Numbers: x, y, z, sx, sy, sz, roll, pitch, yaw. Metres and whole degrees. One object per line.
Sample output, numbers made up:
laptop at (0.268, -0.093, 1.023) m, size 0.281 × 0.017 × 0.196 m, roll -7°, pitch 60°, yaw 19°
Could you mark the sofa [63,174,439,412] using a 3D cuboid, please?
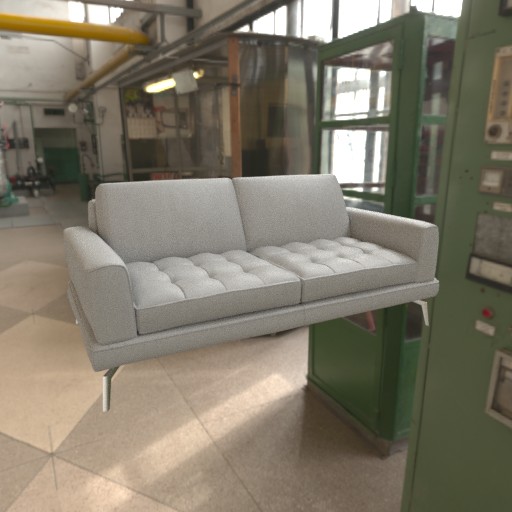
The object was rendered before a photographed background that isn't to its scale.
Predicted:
sofa at (0.000, 0.000, 2.794) m, size 2.177 × 0.930 × 1.121 m, roll -7°, pitch 16°, yaw -26°
